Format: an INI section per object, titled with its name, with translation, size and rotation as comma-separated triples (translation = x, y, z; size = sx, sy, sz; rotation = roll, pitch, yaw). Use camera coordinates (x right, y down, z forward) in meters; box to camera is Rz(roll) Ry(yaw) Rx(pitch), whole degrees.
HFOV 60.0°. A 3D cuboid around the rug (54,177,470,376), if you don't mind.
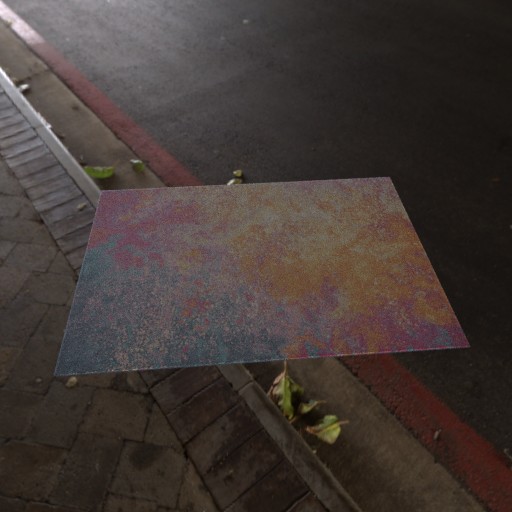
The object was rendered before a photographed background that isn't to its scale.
[rug]
translation = 0.000, 0.000, 3.743
size = 2.896, 0.013, 2.007
rotation = -3, 47, -3
